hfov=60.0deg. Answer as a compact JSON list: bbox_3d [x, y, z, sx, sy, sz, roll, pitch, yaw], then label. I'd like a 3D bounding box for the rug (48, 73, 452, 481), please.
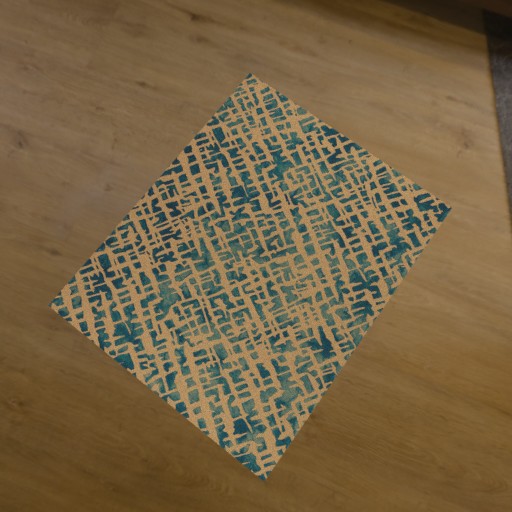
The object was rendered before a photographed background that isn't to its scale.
[{"bbox_3d":[0.000,0.000,4.114,2.435,0.007,3.007,37,79,8],"label":"rug"}]
